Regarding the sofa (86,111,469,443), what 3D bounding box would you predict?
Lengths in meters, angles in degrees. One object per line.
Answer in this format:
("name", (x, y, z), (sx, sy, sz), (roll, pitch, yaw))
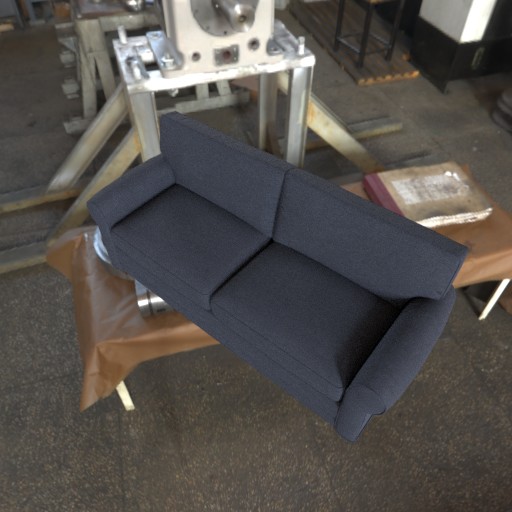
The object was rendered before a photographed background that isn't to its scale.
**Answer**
("sofa", (0.000, 0.000, 2.911), (2.391, 1.026, 0.954), (31, 54, 25))
